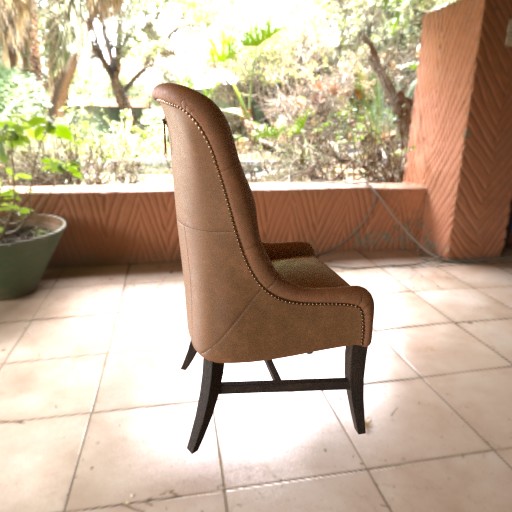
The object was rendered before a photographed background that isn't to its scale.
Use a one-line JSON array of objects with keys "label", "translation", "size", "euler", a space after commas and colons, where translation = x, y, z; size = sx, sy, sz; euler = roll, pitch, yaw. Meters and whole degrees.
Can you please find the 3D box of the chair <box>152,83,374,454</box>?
[{"label": "chair", "translation": [0.000, 0.000, 1.518], "size": [0.629, 1.091, 0.634], "euler": [-3, 17, -11]}]
